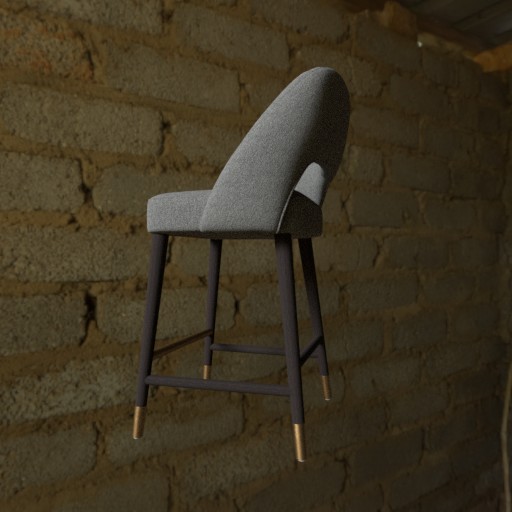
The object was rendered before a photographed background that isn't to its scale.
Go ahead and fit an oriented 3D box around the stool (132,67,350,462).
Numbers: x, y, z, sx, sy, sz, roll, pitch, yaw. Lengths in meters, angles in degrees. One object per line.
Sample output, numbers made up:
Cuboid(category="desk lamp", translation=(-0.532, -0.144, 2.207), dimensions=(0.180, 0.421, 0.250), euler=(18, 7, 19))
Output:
Cuboid(category="stool", translation=(0.000, 0.000, 1.267), dimensions=(0.524, 0.925, 0.536), euler=(0, 0, 17))
